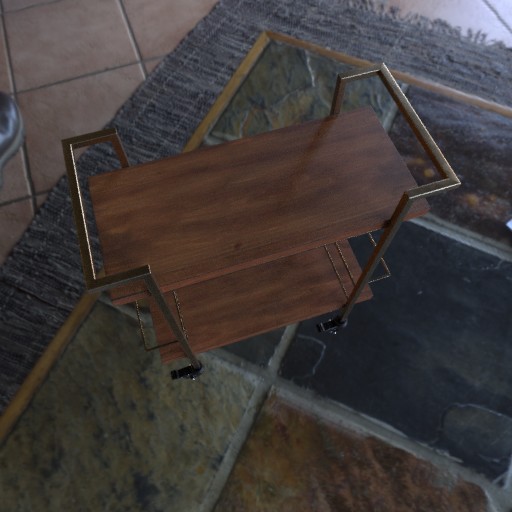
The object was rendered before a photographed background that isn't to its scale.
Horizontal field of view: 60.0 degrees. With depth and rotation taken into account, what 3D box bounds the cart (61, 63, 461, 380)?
[{"bbox_3d":[0.000,0.000,1.195,0.695,0.807,0.364,-16,65,-8],"label":"cart"}]
